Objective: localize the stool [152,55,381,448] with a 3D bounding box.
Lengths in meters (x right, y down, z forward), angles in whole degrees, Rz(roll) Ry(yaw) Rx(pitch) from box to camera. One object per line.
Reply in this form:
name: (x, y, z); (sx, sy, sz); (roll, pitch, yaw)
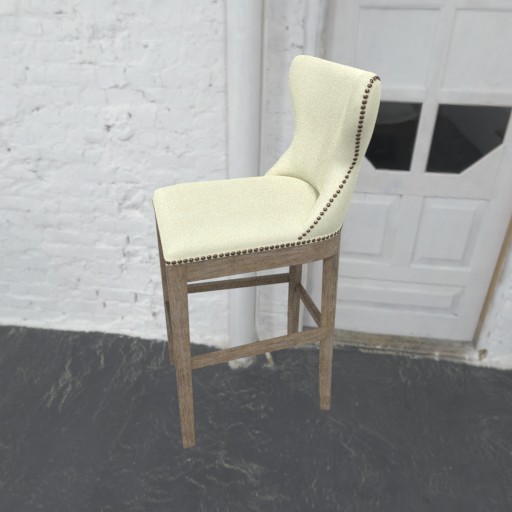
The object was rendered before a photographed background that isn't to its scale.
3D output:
stool: (0.000, 0.000, 1.411); (0.606, 1.123, 0.494); (-8, 31, -13)
